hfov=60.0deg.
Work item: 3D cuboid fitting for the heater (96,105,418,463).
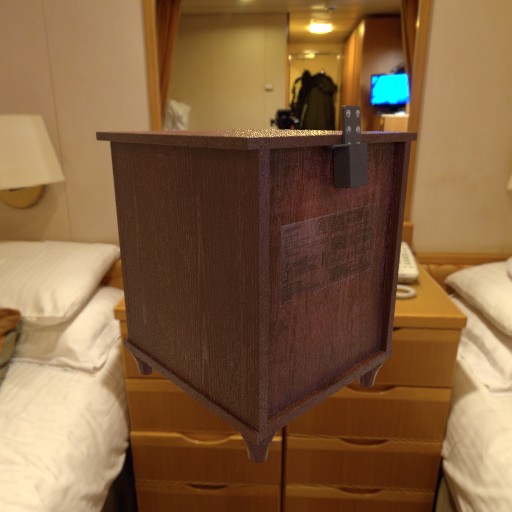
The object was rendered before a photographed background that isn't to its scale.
[{"bbox_3d":[0.000,0.000,0.763,0.362,0.481,0.400,-15,22,-41],"label":"heater"}]
